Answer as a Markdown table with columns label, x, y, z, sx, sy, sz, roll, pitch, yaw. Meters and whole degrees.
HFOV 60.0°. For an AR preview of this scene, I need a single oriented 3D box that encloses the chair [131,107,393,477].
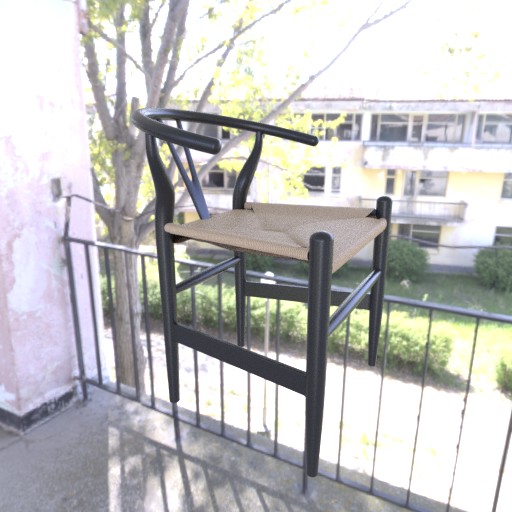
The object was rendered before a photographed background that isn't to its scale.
| label | x | y | z | sx | sy | sz | roll | pitch | yaw |
| --- | --- | --- | --- | --- | --- | --- | --- | --- | --- |
| chair | 0.000 | 0.000 | 1.149 | 0.570 | 0.739 | 0.570 | 8 | 18 | 27 |
